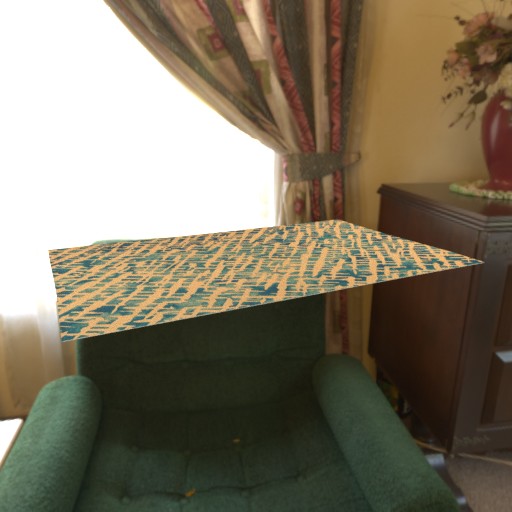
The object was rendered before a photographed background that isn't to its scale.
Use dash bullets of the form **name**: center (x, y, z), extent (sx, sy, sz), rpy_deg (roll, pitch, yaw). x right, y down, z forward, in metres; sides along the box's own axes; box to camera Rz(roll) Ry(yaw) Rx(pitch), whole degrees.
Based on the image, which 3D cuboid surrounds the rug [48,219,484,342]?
- **rug**: center (0.000, 0.000, 2.915), extent (2.447, 0.011, 1.520), rpy_deg (-8, 18, -25)
